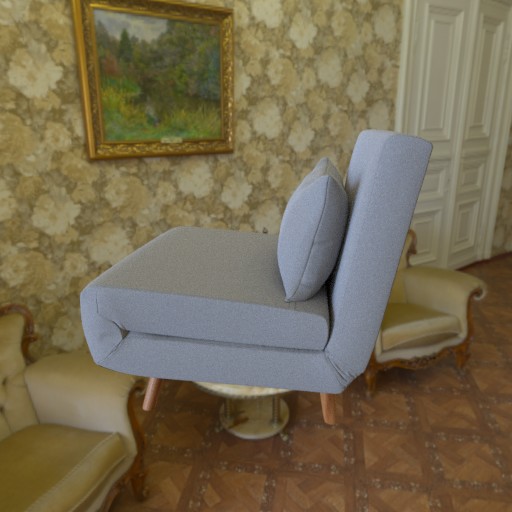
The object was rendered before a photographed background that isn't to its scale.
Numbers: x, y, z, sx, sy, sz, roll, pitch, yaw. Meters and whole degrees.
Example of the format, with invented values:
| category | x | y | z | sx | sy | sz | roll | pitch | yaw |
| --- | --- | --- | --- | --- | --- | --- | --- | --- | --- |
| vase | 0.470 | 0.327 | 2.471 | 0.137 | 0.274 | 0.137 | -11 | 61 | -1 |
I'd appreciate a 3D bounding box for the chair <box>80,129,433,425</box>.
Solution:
| category | x | y | z | sx | sy | sz | roll | pitch | yaw |
| --- | --- | --- | --- | --- | --- | --- | --- | --- | --- |
| chair | 0.000 | 0.000 | 1.469 | 0.902 | 0.808 | 0.770 | 2 | 16 | 8 |
